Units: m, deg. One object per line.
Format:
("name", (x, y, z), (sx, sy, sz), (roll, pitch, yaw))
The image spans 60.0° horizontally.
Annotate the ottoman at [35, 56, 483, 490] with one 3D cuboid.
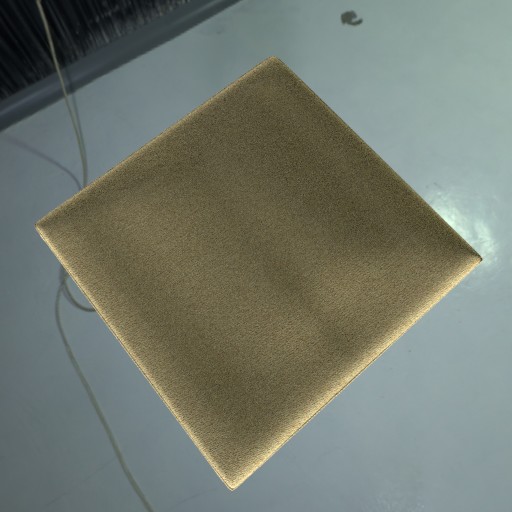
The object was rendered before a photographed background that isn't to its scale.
("ottoman", (0.000, 0.000, 1.475), (0.981, 0.378, 0.970), (-39, 77, -11))
